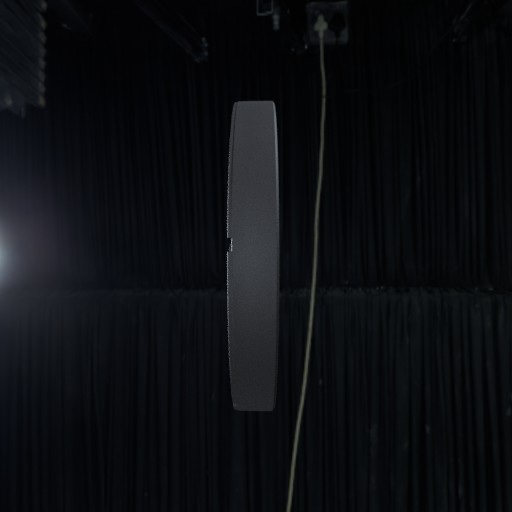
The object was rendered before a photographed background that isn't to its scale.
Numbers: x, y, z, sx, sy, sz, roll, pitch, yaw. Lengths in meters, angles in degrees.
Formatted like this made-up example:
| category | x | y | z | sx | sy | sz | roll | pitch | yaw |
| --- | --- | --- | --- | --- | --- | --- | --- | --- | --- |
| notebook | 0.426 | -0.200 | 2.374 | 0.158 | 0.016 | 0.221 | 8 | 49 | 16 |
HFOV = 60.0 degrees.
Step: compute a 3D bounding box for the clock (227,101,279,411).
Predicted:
| category | x | y | z | sx | sy | sz | roll | pitch | yaw |
| --- | --- | --- | --- | --- | --- | --- | --- | --- | --- |
| clock | 0.000 | 0.000 | 0.444 | 0.040 | 0.293 | 0.293 | 0 | -1 | 0 |
